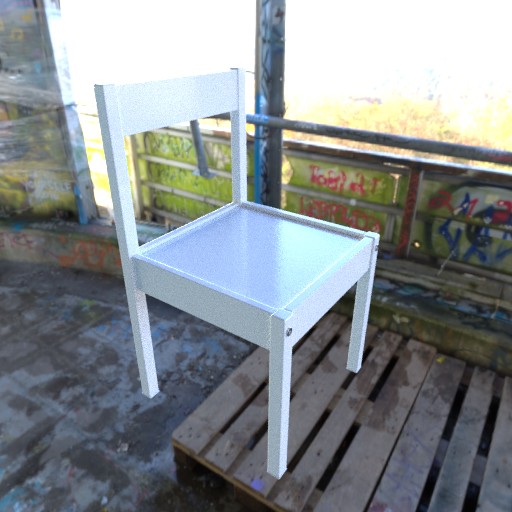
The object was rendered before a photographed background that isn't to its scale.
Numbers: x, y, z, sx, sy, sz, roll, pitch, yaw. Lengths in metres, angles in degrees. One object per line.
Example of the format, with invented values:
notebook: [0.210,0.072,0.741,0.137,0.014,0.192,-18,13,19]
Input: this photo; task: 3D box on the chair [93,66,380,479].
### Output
chair: [0.000,0.000,0.681,0.285,0.505,0.285,18,33,31]
